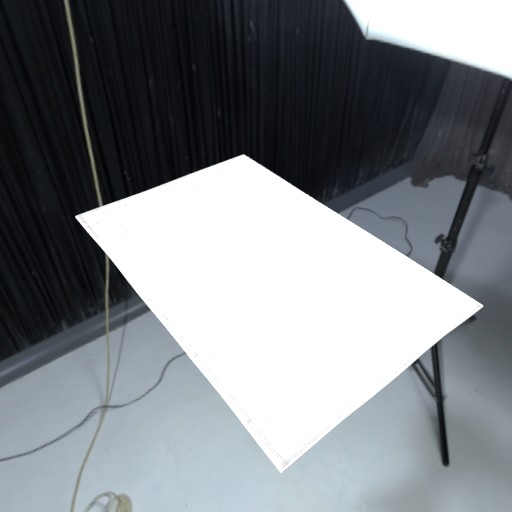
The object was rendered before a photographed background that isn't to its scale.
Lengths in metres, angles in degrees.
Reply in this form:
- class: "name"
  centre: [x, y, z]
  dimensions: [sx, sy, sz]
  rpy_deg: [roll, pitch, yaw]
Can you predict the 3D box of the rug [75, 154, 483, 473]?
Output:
- class: "rug"
  centre: [0.000, 0.000, 3.431]
  dimensions: [1.819, 0.018, 2.746]
  rpy_deg: [-27, 47, -28]
